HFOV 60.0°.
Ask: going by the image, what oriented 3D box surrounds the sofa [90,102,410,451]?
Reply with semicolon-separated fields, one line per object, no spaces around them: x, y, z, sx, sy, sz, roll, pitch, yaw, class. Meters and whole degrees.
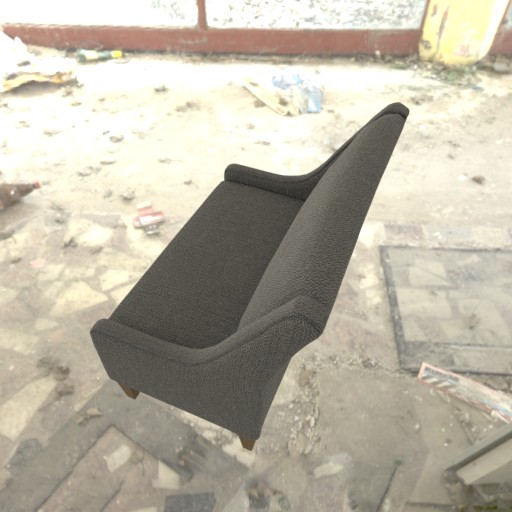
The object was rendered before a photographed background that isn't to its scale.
0.000;0.000;1.907;0.873;1.022;1.242;17;48;16;sofa
